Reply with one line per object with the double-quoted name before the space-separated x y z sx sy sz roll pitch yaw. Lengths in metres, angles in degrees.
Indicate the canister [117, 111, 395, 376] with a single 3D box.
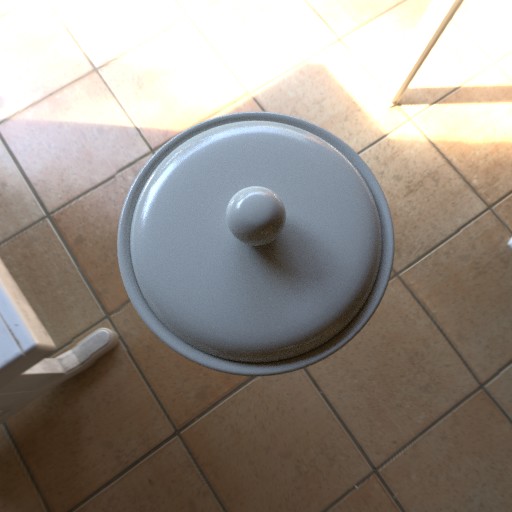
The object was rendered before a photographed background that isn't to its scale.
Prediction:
"canister" 0.000 0.000 0.347 0.182 0.208 0.182 0 75 0
